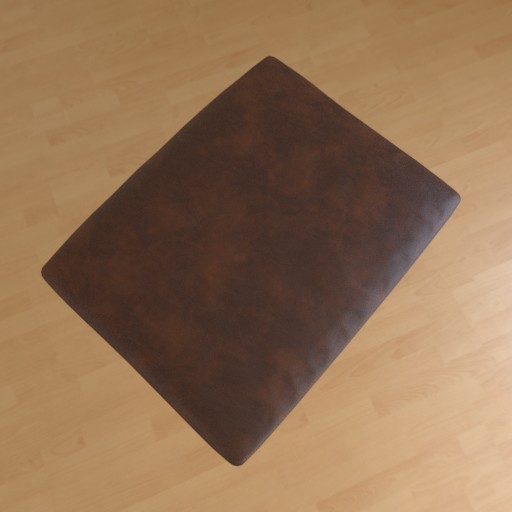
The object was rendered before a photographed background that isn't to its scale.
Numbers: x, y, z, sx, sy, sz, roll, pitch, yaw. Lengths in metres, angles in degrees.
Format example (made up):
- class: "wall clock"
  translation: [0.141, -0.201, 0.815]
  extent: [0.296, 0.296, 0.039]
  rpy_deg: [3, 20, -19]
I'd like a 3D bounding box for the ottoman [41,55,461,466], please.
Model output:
- class: "ottoman"
  translation: [0.000, 0.000, 1.105]
  extent: [0.586, 0.486, 0.742]
  rpy_deg: [41, 78, 11]
